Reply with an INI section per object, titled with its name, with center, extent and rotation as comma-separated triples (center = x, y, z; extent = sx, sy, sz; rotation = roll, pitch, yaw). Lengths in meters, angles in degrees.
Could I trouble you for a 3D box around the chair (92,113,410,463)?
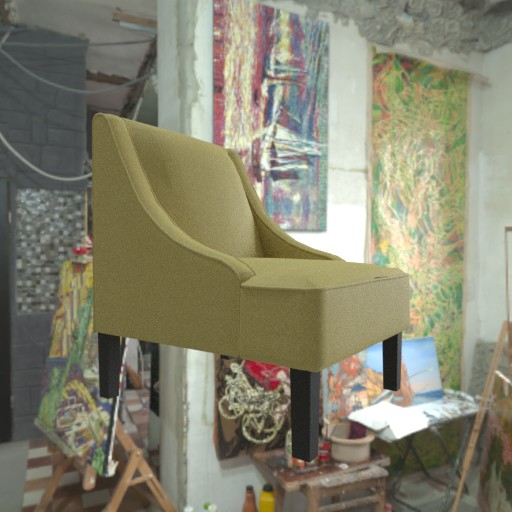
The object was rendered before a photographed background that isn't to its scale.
[chair]
center = 0.000, 0.000, 1.446
extent = 0.814, 0.896, 0.696
rotation = 1, 1, 35
